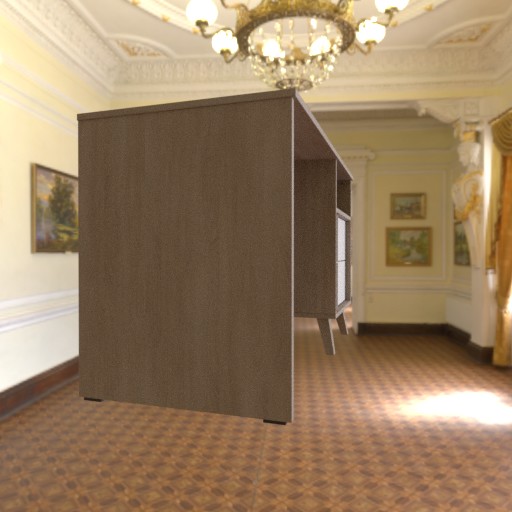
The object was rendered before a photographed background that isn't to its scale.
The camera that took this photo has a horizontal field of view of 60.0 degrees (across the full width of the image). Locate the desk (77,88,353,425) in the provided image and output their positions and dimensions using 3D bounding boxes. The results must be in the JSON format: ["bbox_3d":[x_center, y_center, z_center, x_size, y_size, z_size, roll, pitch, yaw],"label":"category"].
[{"bbox_3d":[0.000,0.000,1.691,0.600,0.770,1.251,0,1,18],"label":"desk"}]
